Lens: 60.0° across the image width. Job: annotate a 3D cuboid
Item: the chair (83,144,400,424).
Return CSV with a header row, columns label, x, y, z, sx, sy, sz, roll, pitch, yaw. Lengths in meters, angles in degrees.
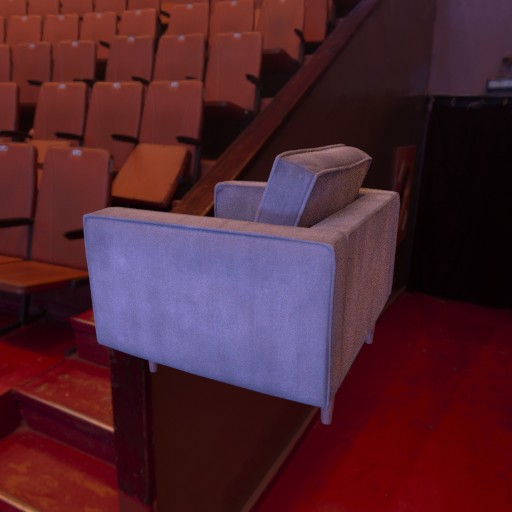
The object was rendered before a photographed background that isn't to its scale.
label,x,y,z,sx,sy,sz,roll,pitch,yaw
chair,0.000,0.000,1.597,0.843,0.773,0.928,8,19,25
